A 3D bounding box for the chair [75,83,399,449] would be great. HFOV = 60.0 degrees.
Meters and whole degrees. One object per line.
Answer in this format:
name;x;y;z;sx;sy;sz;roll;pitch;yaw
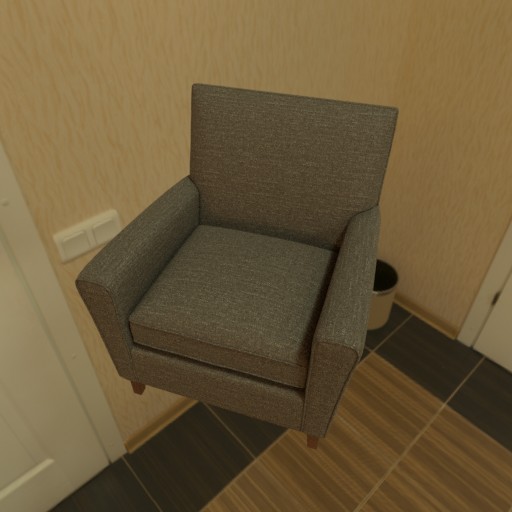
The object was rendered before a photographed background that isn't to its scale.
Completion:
chair;0.000;0.000;1.598;0.838;0.885;0.875;12;42;14
